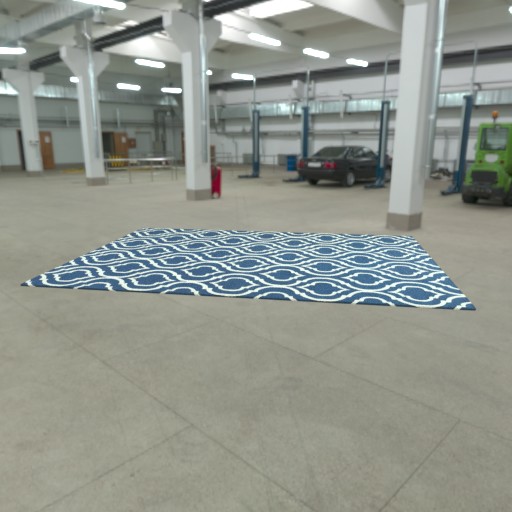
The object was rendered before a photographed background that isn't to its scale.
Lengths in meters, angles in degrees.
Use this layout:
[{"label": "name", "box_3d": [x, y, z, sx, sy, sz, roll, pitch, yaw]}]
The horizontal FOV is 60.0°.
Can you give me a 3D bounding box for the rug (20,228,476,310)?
[{"label": "rug", "box_3d": [0.000, 0.000, 2.763, 2.134, 0.010, 1.524, 2, 15, 9]}]
